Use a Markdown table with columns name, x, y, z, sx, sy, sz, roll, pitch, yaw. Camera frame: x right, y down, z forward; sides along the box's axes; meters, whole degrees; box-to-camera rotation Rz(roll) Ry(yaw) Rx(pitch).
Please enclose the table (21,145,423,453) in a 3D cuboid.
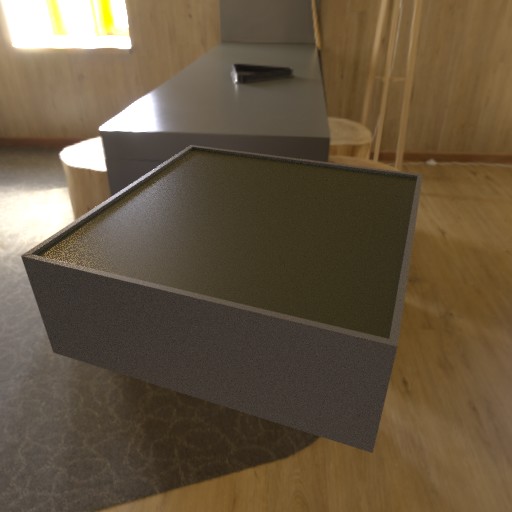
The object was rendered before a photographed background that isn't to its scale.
| name | x | y | z | sx | sy | sz | roll | pitch | yaw |
| --- | --- | --- | --- | --- | --- | --- | --- | --- | --- |
| table | 0.000 | 0.000 | 1.250 | 0.801 | 0.299 | 0.801 | 11 | 34 | 17 |
